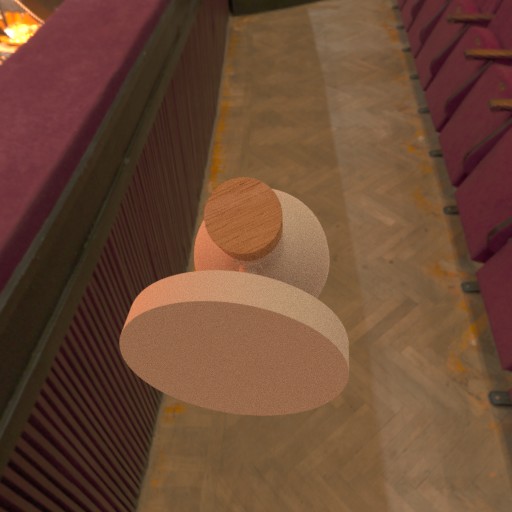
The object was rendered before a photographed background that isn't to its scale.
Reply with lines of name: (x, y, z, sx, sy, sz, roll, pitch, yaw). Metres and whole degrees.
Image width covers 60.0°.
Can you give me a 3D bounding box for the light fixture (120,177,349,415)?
light fixture: (0.000, 0.000, 0.331, 0.127, 0.199, 0.209, 5, 48, 5)
